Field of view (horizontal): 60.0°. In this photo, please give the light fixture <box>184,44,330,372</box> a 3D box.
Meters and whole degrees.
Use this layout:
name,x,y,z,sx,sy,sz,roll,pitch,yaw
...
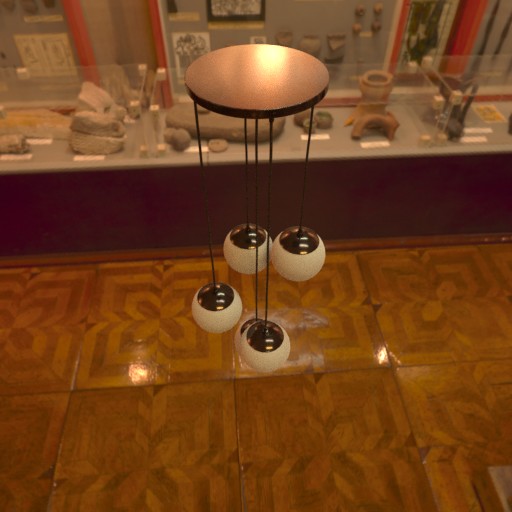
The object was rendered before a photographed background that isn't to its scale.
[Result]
name,x,y,z,sx,sy,sz,roll,pitch,yaw
light fixture,0.000,0.000,1.520,0.489,1.271,0.484,-2,47,-2
